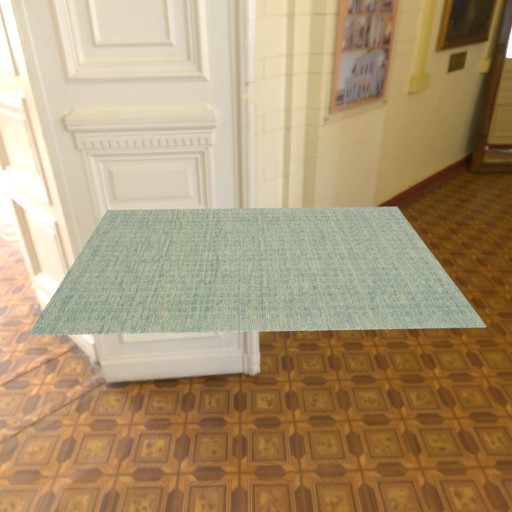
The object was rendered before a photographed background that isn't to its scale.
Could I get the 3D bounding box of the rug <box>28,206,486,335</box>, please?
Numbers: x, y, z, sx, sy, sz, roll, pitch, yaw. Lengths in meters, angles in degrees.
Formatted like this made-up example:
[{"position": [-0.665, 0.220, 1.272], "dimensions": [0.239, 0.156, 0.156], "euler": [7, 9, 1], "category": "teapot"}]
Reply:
[{"position": [0.000, 0.000, 2.188], "dimensions": [1.752, 0.006, 1.142], "euler": [-1, 30, -1], "category": "rug"}]
